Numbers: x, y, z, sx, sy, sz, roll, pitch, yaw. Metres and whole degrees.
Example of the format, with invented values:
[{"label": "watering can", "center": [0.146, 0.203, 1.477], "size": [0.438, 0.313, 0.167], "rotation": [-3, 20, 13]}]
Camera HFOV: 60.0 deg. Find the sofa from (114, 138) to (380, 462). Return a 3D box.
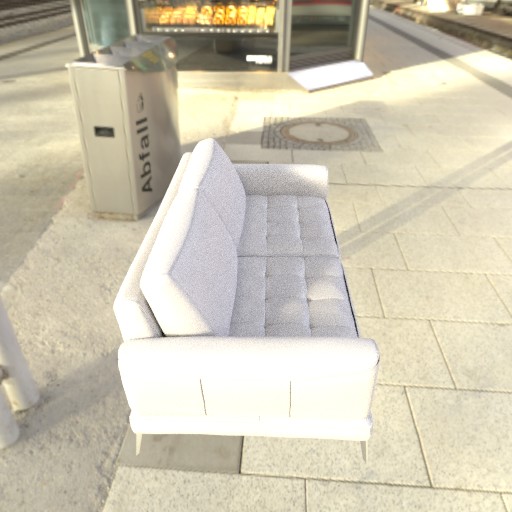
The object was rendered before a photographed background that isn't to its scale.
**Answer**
[{"label": "sofa", "center": [0.000, 0.000, 2.721], "size": [1.121, 0.930, 2.177], "rotation": [1, 33, 1]}]
